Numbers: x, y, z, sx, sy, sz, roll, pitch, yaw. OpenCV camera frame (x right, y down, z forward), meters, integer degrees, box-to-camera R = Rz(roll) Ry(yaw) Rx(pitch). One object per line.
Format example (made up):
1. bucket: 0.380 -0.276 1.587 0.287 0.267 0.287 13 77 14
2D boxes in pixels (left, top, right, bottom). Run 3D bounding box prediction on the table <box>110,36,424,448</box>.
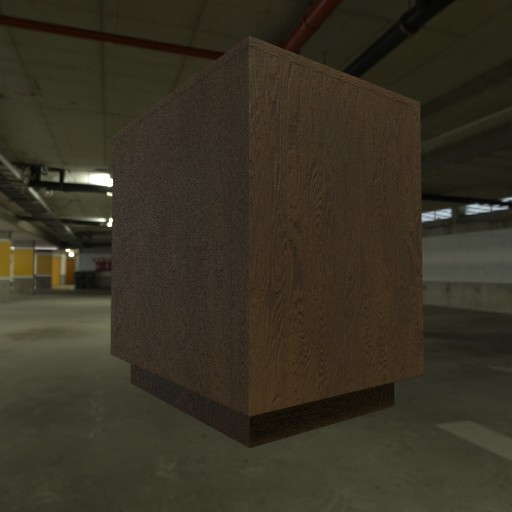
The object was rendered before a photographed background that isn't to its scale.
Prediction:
1. table: 0.000 0.000 0.957 0.439 0.585 0.560 2 -3 -37
